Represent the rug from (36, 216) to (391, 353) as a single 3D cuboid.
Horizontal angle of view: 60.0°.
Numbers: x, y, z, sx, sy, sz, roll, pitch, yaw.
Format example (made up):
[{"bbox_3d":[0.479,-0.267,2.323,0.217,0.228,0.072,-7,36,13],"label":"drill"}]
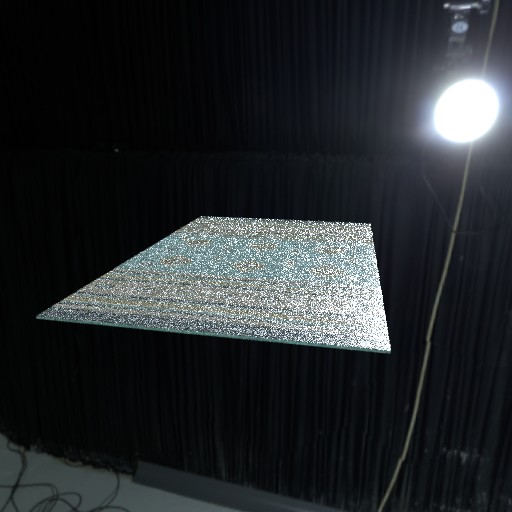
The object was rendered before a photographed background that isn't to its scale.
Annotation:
[{"bbox_3d":[0.000,0.000,2.301,1.212,0.010,1.811,3,17,11],"label":"rug"}]
